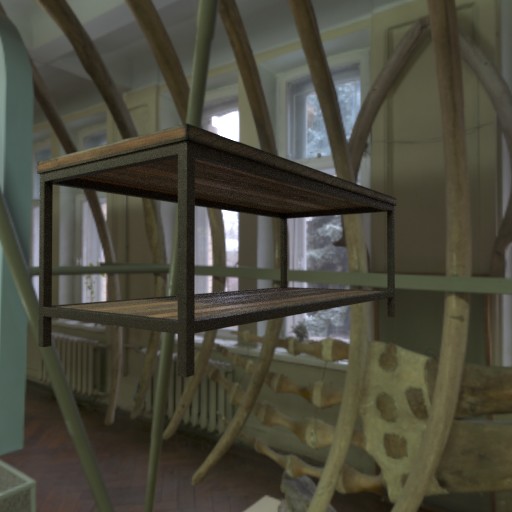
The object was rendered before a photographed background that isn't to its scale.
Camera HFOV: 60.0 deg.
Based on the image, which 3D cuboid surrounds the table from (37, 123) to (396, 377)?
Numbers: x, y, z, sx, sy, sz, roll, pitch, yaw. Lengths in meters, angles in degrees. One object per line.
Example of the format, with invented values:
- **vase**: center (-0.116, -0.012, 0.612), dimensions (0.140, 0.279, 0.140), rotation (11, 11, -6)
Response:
- **table**: center (0.000, 0.000, 1.224), dimensions (0.452, 0.399, 0.990), rotation (-1, -1, 36)
